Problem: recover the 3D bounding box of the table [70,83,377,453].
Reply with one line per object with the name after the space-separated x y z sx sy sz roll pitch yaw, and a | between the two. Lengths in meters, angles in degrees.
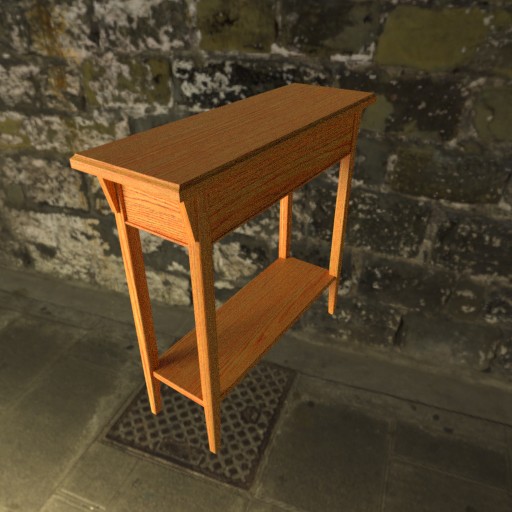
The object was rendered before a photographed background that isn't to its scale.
0.000 0.000 1.151 0.254 0.711 0.762 20 37 29 | table
